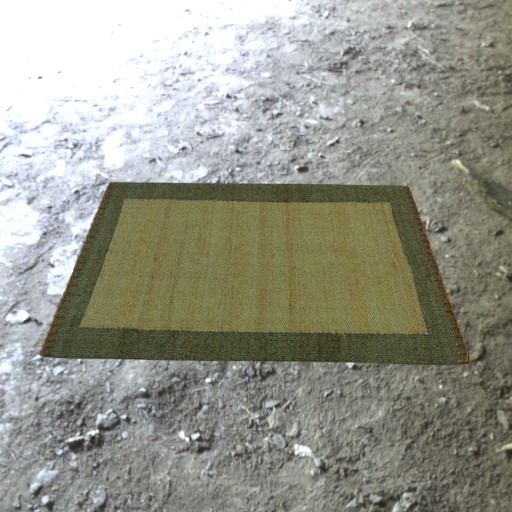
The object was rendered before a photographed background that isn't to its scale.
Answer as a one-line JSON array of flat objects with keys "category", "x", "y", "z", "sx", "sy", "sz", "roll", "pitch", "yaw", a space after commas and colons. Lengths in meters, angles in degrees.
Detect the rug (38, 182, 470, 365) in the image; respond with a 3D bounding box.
[{"category": "rug", "x": 0.000, "y": 0.000, "z": 2.273, "sx": 1.838, "sy": 0.019, "sz": 1.220, "roll": 1, "pitch": 46, "yaw": 1}]
